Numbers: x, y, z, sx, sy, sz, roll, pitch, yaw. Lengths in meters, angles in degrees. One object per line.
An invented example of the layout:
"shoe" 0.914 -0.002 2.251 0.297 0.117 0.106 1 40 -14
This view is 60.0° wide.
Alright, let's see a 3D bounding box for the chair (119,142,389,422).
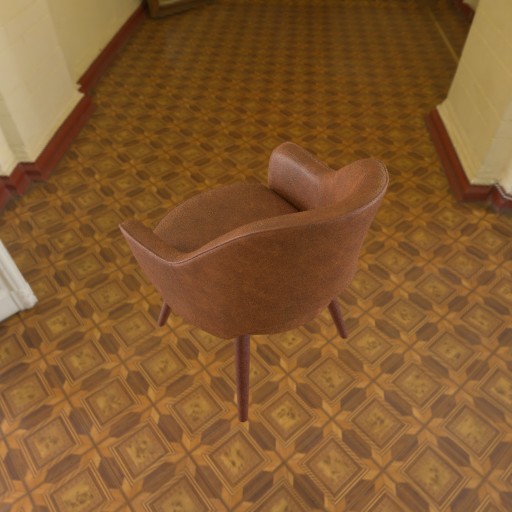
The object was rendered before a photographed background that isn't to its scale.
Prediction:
"chair" 0.000 0.000 1.251 0.591 0.777 0.640 -32 54 -27
